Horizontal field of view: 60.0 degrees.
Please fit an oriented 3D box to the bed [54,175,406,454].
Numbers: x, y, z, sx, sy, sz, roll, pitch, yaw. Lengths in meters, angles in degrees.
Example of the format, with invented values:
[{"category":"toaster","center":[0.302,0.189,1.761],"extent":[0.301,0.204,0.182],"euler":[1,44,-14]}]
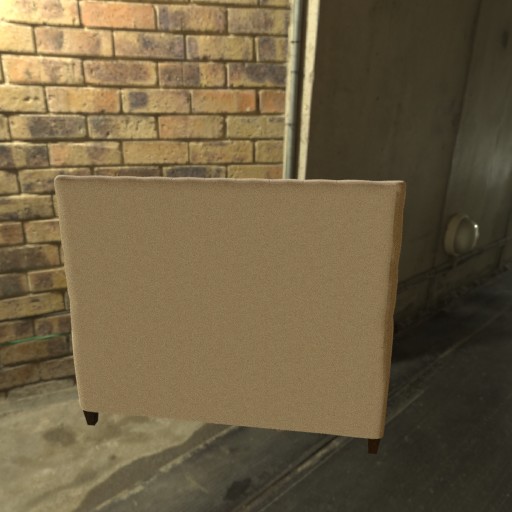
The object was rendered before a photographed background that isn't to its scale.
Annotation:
[{"category":"bed","center":[0.000,0.000,3.355],"extent":[1.698,1.427,2.387],"euler":[2,17,8]}]
